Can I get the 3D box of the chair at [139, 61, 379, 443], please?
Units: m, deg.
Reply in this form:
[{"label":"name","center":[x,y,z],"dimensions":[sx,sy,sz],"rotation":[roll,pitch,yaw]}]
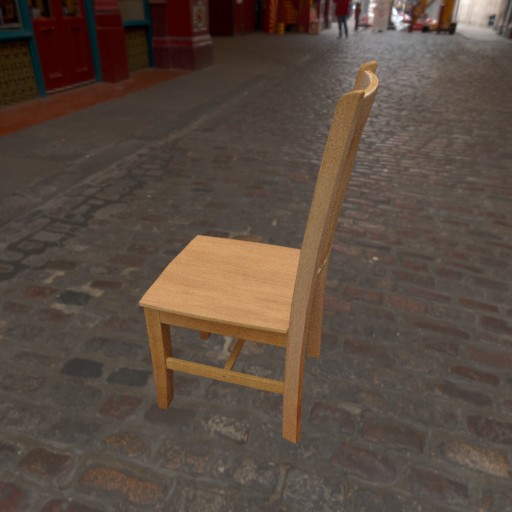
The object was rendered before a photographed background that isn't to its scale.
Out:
[{"label":"chair","center":[0.000,0.000,1.271],"dimensions":[0.556,0.998,0.450],"rotation":[9,31,14]}]
